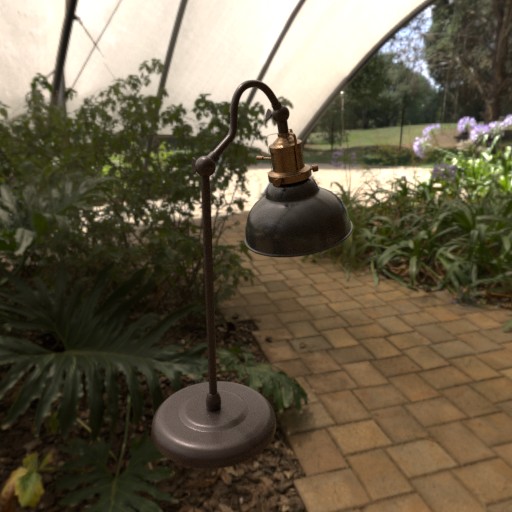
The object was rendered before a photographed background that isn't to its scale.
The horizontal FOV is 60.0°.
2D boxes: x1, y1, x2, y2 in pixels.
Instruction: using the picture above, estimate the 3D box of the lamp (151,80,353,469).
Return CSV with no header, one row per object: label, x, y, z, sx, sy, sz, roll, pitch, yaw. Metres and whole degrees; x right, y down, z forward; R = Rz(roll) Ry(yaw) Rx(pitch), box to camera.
lamp,0.000,0.000,0.684,0.374,0.508,0.192,-15,22,-43
